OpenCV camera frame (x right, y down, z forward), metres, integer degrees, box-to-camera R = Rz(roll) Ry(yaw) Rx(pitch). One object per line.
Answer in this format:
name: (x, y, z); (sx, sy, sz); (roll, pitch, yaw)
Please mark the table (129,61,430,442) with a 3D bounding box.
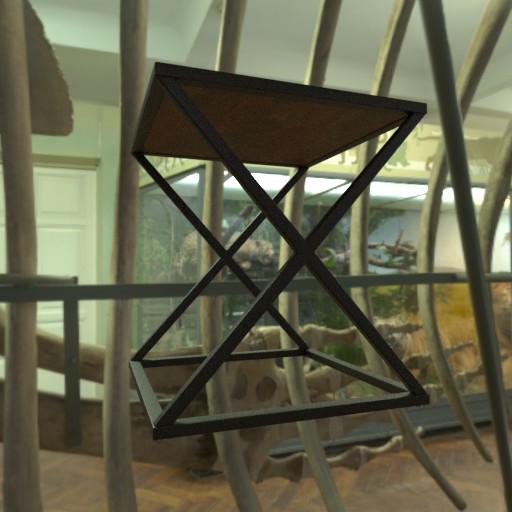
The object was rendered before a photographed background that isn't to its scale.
table: (0.000, 0.000, 0.971); (0.500, 0.565, 0.500); (0, -1, -20)
